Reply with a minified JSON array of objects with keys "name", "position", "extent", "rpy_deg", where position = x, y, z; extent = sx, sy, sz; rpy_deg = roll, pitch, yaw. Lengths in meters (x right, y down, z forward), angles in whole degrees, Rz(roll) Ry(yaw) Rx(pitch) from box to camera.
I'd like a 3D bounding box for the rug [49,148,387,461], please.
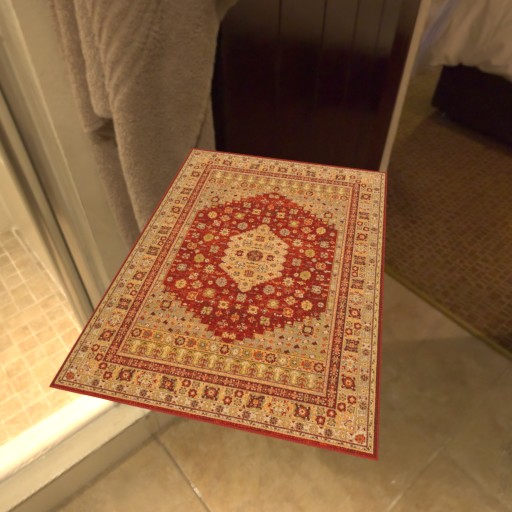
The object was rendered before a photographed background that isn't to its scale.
[{"name":"rug","position":[0.000,0.000,2.815],"extent":[1.593,0.013,2.211],"rpy_deg":[9,46,9]}]
